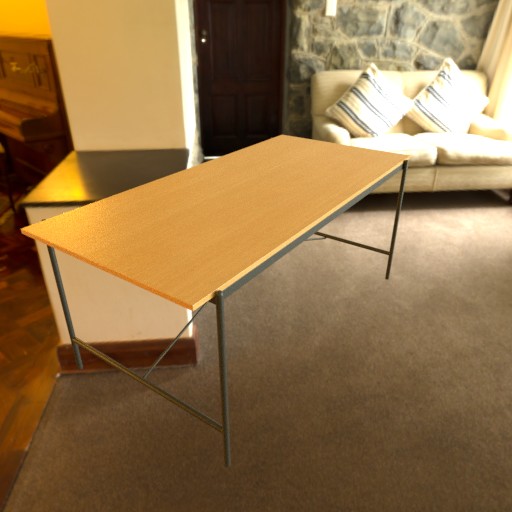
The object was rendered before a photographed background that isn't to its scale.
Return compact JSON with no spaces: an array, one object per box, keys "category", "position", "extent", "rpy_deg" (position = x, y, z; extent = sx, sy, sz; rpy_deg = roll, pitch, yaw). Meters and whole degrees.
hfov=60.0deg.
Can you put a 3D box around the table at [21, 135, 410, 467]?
[{"category":"table","position":[0.000,0.000,2.244],"extent":[0.900,0.758,1.800],"rpy_deg":[19,34,31]}]
